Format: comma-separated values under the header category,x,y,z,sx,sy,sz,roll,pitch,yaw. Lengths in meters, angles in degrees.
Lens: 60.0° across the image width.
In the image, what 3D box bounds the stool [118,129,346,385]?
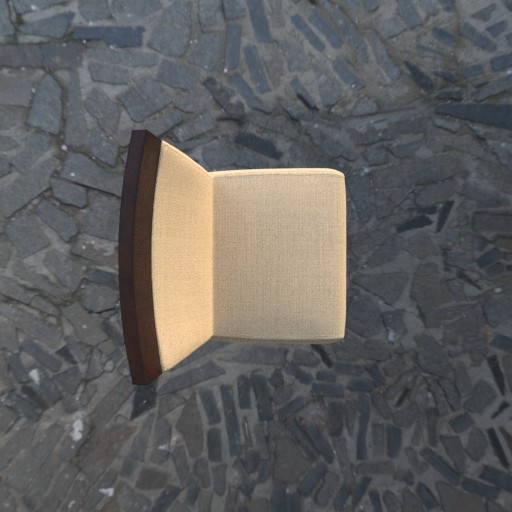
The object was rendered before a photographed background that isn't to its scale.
category,x,y,z,sx,sy,sz,roll,pitch,yaw
stool,0.000,0.000,1.427,0.531,1.117,0.511,0,90,1
